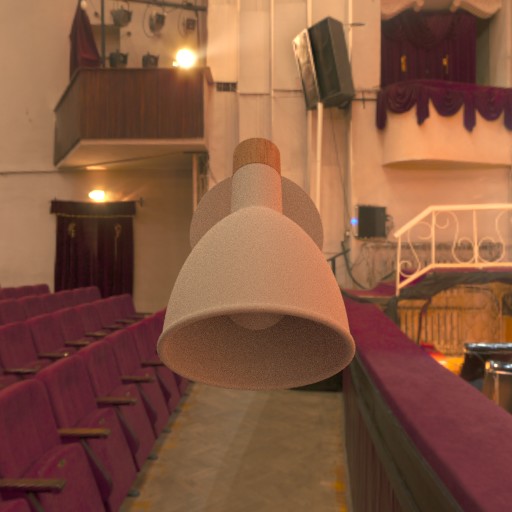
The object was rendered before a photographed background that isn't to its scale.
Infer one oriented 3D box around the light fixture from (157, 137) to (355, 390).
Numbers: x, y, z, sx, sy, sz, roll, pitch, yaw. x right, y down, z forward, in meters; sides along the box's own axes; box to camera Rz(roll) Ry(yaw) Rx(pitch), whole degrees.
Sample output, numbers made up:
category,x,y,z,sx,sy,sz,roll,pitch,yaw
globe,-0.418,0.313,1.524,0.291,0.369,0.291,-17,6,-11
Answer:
category,x,y,z,sx,sy,sz,roll,pitch,yaw
light fixture,0.000,0.000,0.334,0.127,0.199,0.209,0,-1,0
